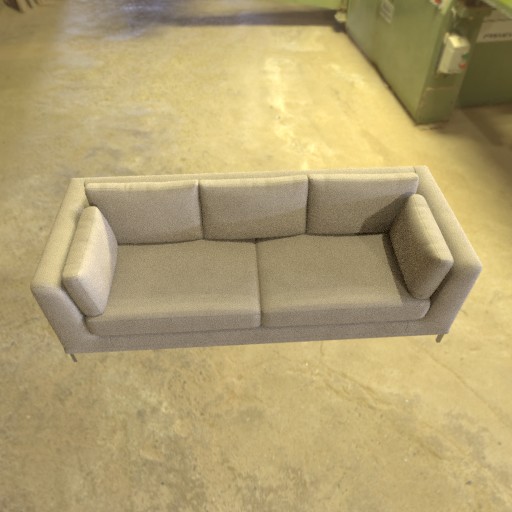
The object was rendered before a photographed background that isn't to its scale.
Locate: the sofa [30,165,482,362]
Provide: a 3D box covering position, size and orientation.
[{"bbox_3d":[0.000,0.000,2.881,2.415,0.867,0.969,-3,46,-2],"label":"sofa"}]
